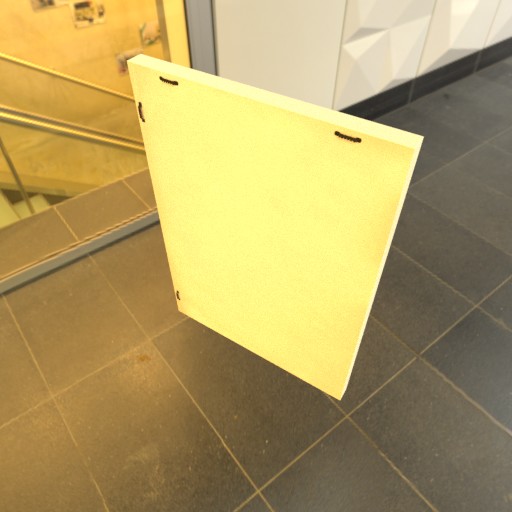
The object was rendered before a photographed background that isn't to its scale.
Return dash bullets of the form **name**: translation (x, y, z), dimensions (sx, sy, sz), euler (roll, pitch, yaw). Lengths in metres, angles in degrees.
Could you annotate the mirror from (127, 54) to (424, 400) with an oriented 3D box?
- **mirror**: translation (0.000, 0.000, 0.931), dimensions (0.507, 0.710, 0.040), euler (25, 51, 22)
